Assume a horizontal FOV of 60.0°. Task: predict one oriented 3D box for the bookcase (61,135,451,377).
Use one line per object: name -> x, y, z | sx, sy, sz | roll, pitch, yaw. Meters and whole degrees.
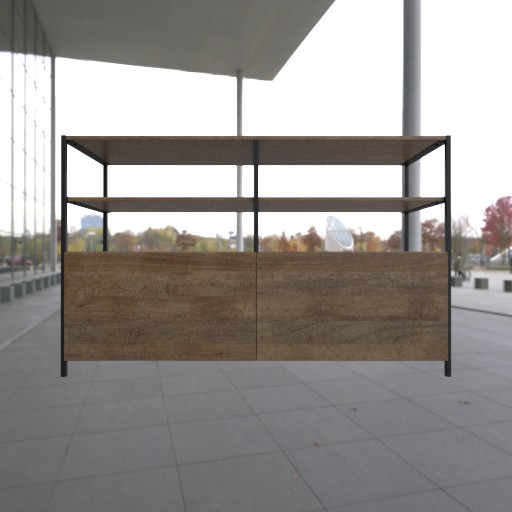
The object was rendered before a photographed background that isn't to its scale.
bookcase -> 0.000, 0.000, 1.486 | 1.149, 0.712, 0.391 | 0, 0, 0
